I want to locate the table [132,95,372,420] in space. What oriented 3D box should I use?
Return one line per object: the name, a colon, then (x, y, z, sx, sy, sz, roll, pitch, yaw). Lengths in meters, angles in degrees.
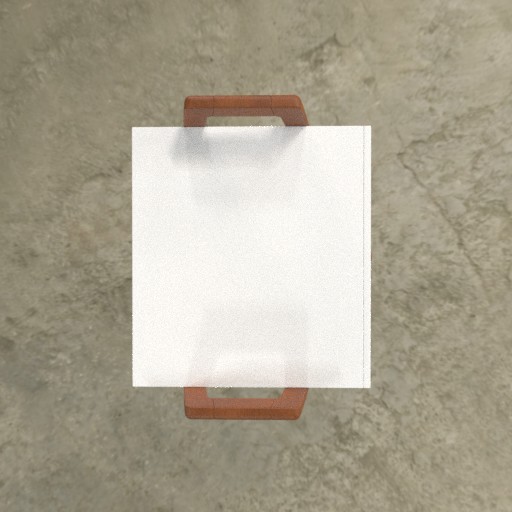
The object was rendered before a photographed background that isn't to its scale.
table: (0.000, 0.000, 0.920, 0.405, 0.610, 0.457, 0, 91, 1)
